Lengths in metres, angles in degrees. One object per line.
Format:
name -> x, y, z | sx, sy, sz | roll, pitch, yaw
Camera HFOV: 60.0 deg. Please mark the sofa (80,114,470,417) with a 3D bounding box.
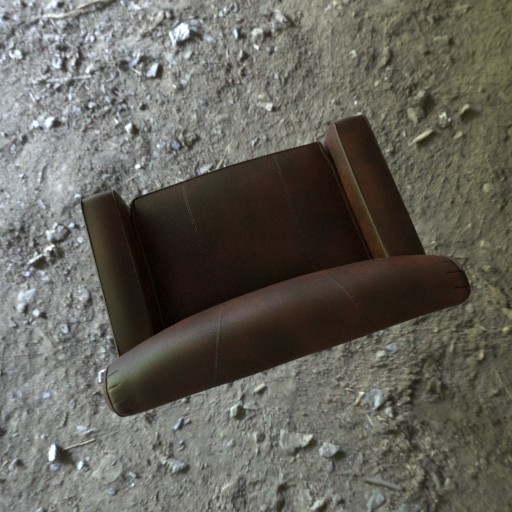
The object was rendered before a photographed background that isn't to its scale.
sofa -> 0.000, 0.000, 2.078 | 1.413, 0.956, 1.000 | -18, 77, -4
